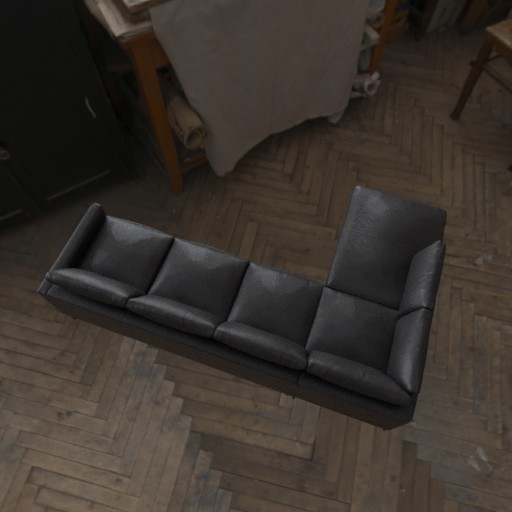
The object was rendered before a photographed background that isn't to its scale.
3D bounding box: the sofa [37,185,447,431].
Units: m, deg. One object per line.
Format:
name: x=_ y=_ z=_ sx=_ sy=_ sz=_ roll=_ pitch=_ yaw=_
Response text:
sofa: x=0.000 y=0.000 z=3.834 sx=2.984 sy=0.877 sz=1.938 roll=18 pitch=64 yaw=9
